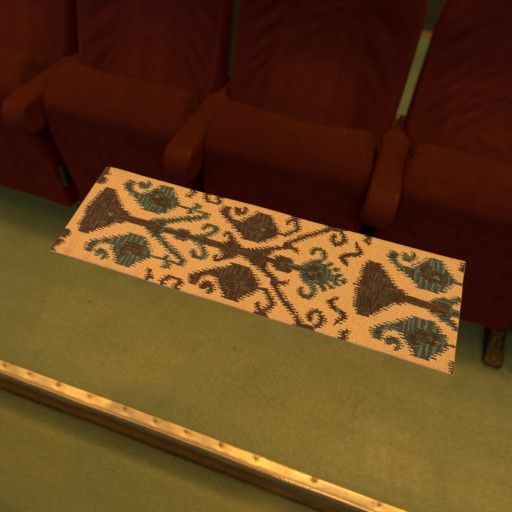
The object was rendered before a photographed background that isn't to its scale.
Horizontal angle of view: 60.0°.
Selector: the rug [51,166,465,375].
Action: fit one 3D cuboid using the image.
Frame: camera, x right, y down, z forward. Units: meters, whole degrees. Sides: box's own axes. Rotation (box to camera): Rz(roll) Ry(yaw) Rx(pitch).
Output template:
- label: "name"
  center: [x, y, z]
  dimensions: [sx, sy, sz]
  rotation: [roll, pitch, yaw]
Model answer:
- label: "rug"
  center: [0.000, 0.000, 2.560]
  dimensions: [2.301, 0.017, 0.692]
  rotation: [16, 60, 9]
